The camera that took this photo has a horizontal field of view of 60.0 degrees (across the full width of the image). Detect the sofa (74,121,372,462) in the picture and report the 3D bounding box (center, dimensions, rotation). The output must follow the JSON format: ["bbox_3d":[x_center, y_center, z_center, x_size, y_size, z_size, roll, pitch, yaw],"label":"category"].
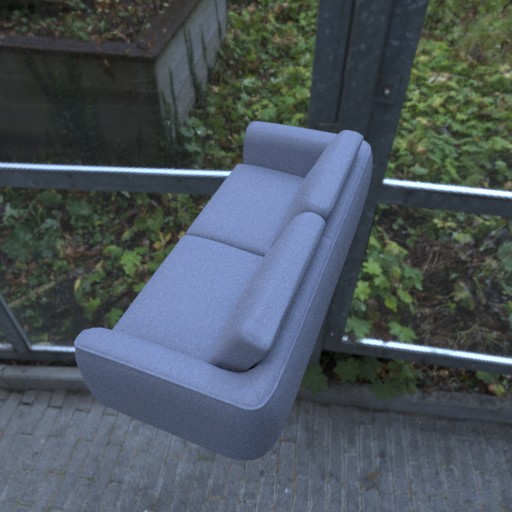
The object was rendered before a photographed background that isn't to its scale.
[{"bbox_3d":[0.000,0.000,2.505,0.920,0.870,2.000,16,48,15],"label":"sofa"}]
